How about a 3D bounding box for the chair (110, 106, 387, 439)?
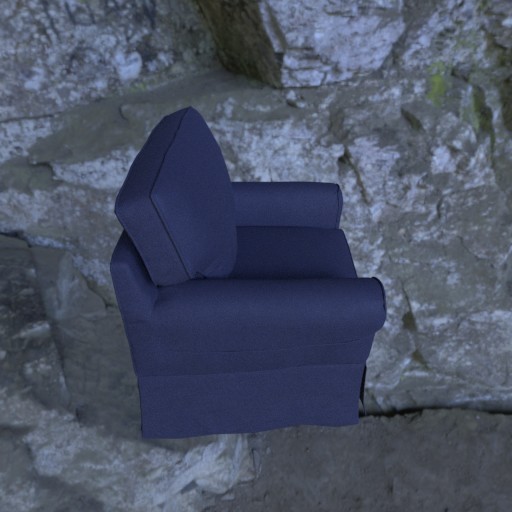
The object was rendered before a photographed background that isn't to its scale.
[{"bbox_3d":[0.000,0.000,2.018,1.002,1.140,1.119,-1,32,-1],"label":"chair"}]
